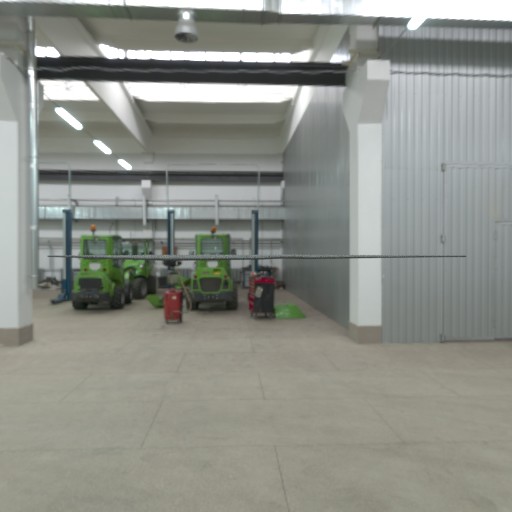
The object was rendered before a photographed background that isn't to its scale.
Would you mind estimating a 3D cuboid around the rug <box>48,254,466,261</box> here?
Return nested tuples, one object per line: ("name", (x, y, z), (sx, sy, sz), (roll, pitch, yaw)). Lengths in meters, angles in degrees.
("rug", (0.000, 0.000, 4.136), (3.068, 0.021, 2.456), (0, 1, -38))
